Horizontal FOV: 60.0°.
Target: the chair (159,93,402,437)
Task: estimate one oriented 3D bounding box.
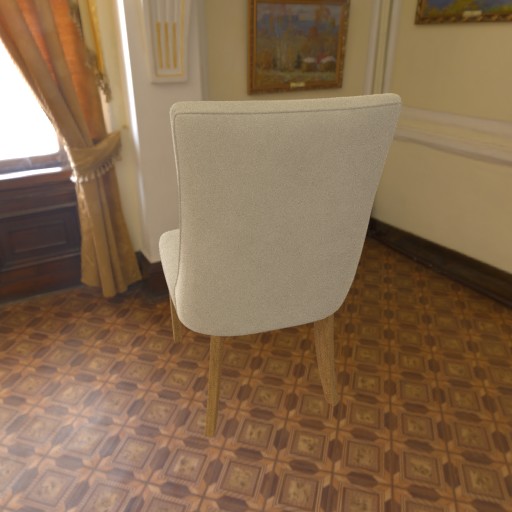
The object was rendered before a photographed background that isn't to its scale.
[{"bbox_3d":[0.000,0.000,1.248,0.495,0.902,0.610,-8,27,-16],"label":"chair"}]
